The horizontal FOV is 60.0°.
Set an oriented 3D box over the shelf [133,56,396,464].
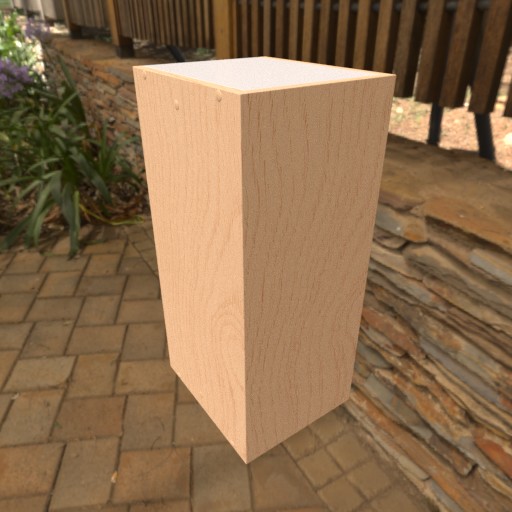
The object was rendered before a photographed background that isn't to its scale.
[{"bbox_3d":[0.000,0.000,0.771,0.250,0.600,0.290,-19,35,-30],"label":"shelf"}]
